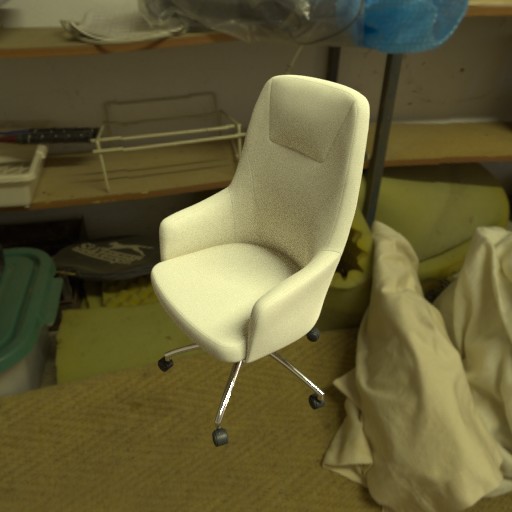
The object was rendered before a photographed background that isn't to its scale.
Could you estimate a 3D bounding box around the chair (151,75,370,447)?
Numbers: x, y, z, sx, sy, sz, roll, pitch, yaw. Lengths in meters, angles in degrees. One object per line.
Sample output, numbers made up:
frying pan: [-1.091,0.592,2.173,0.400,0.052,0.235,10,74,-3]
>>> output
chair: [0.000,0.000,1.480,0.640,1.049,0.620,-21,39,-30]
